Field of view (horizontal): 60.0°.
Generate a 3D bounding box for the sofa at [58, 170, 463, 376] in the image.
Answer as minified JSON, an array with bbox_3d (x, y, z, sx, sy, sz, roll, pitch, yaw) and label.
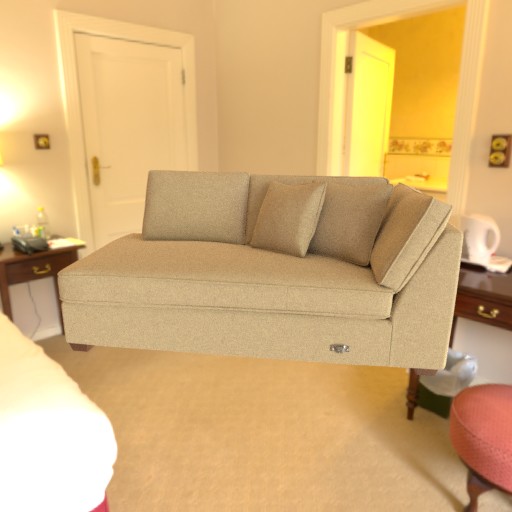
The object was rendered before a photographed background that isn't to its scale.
[{"bbox_3d":[0.000,0.000,2.903,2.237,1.033,1.110,2,16,8],"label":"sofa"}]
